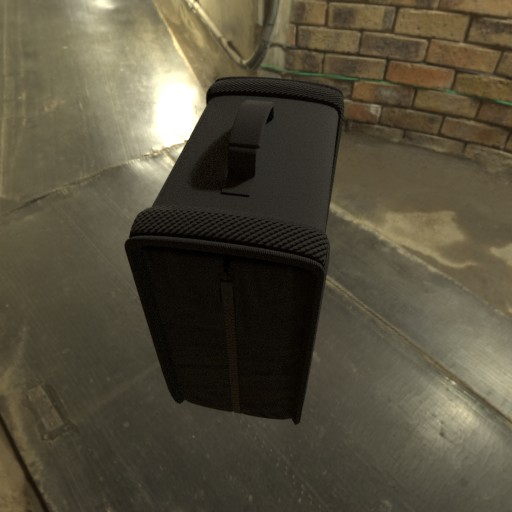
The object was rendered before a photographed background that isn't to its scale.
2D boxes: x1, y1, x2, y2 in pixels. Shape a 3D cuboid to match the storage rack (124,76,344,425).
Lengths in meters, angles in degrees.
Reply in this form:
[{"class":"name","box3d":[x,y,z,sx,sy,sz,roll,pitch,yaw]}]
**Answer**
[{"class":"storage rack","box3d":[0.000,0.000,0.554,0.168,0.387,0.297,8,47,7]}]
